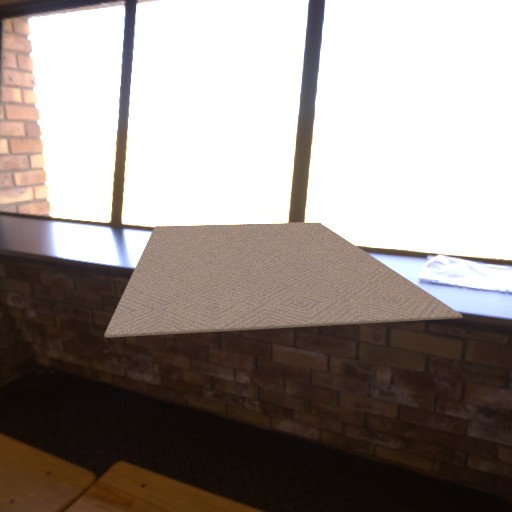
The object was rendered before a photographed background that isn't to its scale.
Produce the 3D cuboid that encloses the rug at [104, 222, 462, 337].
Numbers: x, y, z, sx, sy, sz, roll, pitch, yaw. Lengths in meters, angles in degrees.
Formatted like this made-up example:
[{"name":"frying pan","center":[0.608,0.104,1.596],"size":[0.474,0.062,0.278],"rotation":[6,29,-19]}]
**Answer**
[{"name":"rug","center":[0.000,0.000,2.227],"size":[1.143,0.008,1.753],"rotation":[-2,15,-7]}]
